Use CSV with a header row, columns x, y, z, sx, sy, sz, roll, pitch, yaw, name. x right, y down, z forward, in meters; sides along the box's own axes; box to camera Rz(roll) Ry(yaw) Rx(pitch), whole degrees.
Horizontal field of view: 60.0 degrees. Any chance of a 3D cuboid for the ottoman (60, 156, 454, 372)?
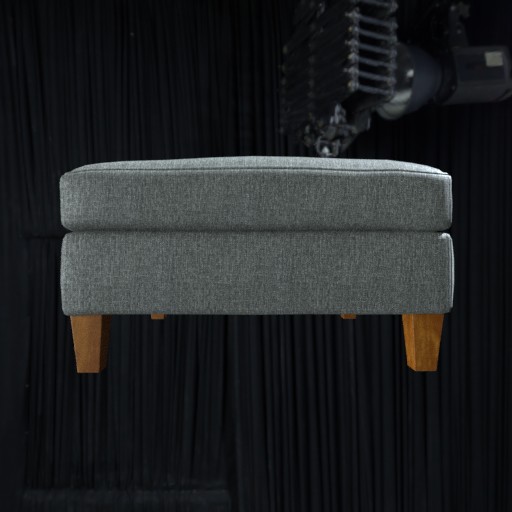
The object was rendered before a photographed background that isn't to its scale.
x,y,z,sx,sy,sz,roll,pitch,yaw,name
0.000,0.000,1.318,0.838,0.481,0.838,0,1,-1,ottoman
